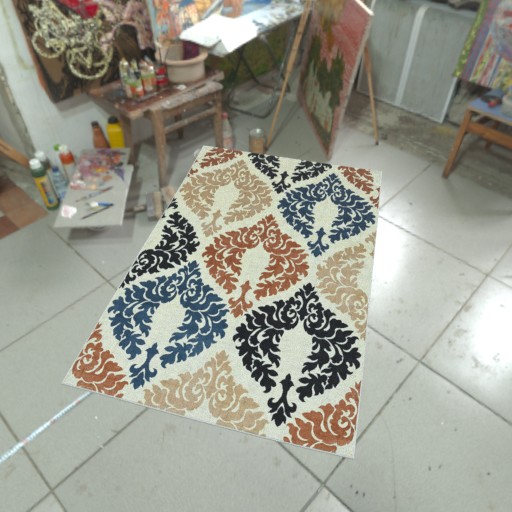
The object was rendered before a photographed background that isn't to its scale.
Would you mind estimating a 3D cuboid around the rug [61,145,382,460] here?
[{"bbox_3d":[0.000,0.000,2.914,1.514,0.014,2.275,11,48,10],"label":"rug"}]
